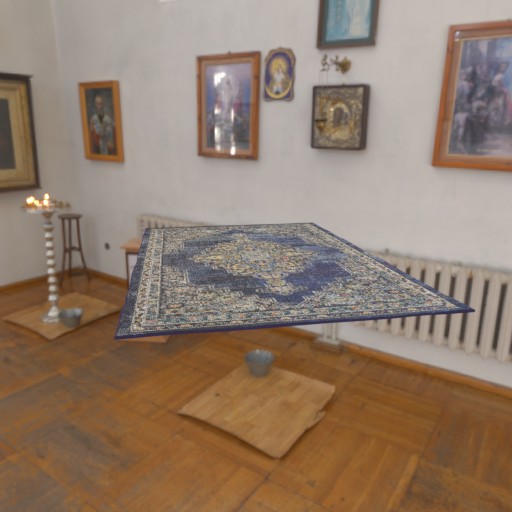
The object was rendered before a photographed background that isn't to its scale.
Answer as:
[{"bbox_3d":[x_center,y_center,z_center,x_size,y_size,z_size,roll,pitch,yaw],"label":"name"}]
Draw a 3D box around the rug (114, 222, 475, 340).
[{"bbox_3d":[0.000,0.000,2.239,1.184,0.012,1.781,-3,14,-10],"label":"rug"}]
